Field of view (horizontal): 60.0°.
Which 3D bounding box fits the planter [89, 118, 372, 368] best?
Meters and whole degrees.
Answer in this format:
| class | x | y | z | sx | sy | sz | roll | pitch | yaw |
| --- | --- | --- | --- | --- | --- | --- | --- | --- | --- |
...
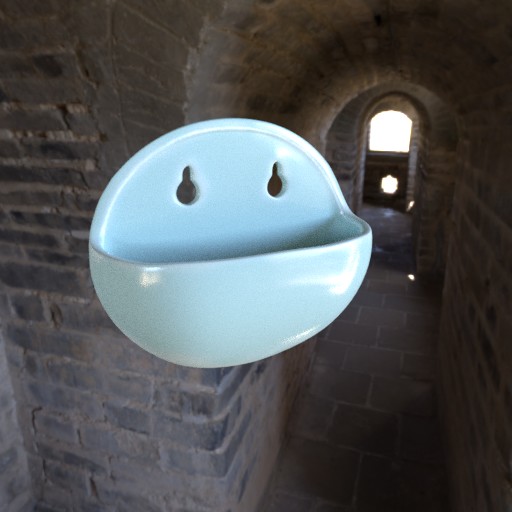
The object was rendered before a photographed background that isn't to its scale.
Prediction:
| class | x | y | z | sx | sy | sz | roll | pitch | yaw |
| --- | --- | --- | --- | --- | --- | --- | --- | --- | --- |
| planter | 0.000 | 0.000 | 0.274 | 0.189 | 0.164 | 0.073 | -9 | 19 | -27 |
